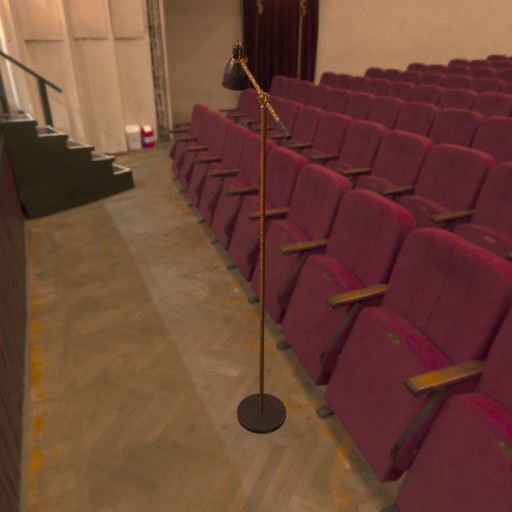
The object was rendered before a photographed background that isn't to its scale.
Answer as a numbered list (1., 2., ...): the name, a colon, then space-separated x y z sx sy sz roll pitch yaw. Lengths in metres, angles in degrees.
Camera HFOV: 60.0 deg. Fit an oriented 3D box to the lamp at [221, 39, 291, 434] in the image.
1. lamp: 0.000 0.000 1.851 0.235 1.628 0.618 -9 27 -17
